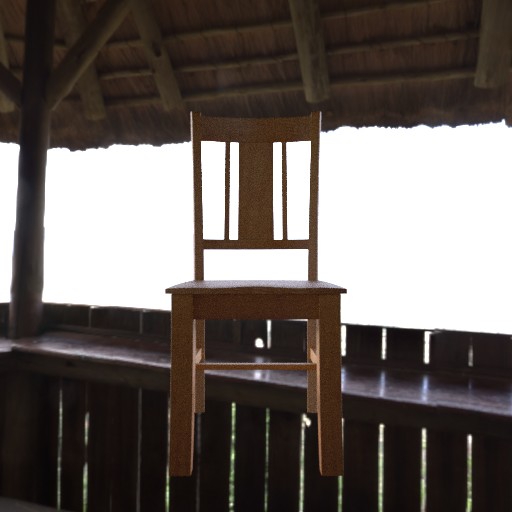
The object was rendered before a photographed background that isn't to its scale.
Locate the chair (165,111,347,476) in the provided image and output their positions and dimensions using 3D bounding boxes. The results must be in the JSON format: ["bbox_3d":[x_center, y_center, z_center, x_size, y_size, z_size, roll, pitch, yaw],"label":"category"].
[{"bbox_3d":[0.000,0.000,1.271,0.450,0.998,0.556,0,0,0],"label":"chair"}]
